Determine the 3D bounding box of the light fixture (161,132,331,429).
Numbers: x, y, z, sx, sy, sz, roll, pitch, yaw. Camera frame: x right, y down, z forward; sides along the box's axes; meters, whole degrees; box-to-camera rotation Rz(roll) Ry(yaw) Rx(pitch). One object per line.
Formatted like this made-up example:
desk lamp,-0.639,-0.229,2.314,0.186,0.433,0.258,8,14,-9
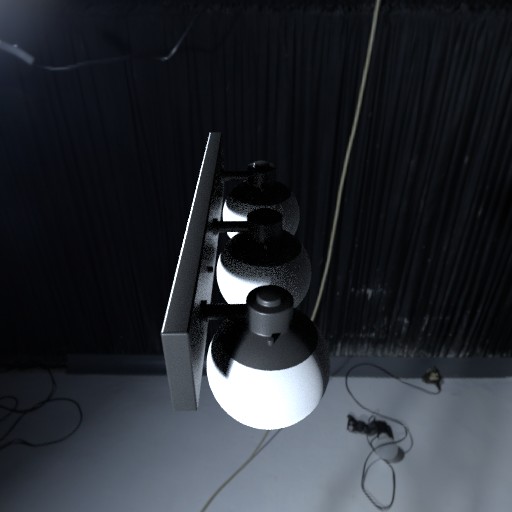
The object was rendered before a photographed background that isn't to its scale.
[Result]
light fixture,0.000,0.000,0.860,0.218,0.263,0.721,0,33,-1
